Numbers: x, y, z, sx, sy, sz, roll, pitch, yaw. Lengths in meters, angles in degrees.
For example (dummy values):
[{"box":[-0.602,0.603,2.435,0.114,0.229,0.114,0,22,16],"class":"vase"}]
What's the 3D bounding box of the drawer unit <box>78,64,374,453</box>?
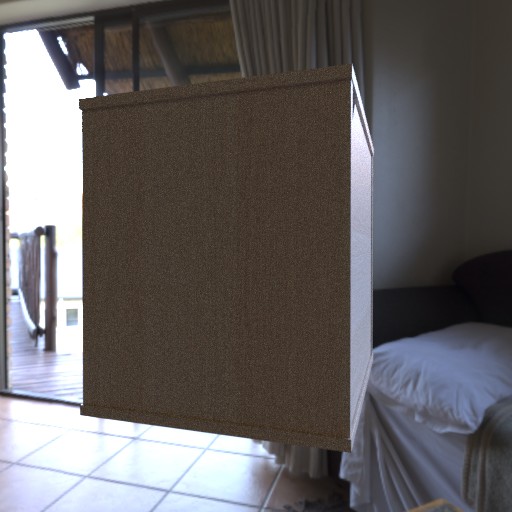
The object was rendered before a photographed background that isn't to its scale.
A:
[{"box":[0.000,0.000,0.601,0.290,0.344,0.349,0,1,18],"class":"drawer unit"}]
